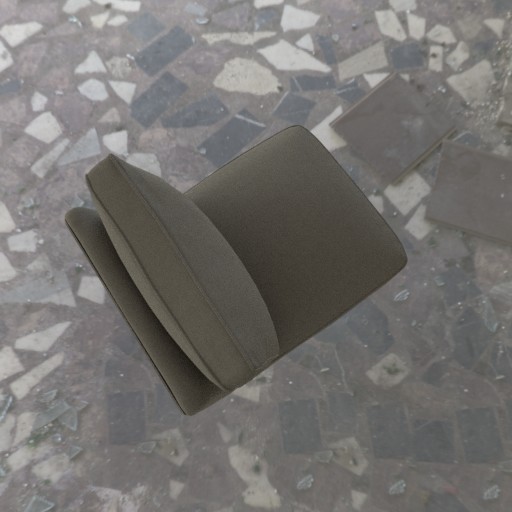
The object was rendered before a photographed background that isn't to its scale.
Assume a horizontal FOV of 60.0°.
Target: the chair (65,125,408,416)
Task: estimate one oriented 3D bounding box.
[{"bbox_3d":[0.000,0.000,1.653,0.924,1.045,0.724,-34,77,-9],"label":"chair"}]
